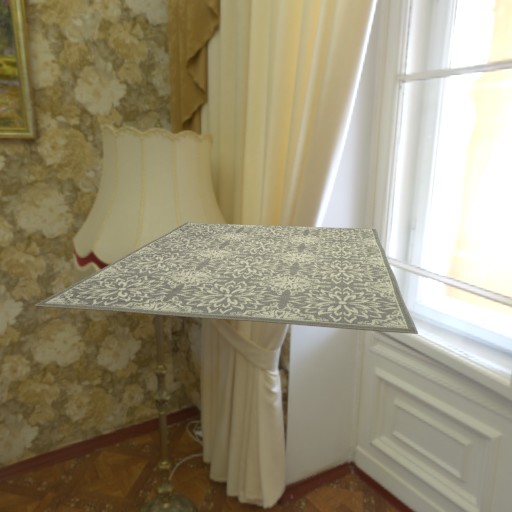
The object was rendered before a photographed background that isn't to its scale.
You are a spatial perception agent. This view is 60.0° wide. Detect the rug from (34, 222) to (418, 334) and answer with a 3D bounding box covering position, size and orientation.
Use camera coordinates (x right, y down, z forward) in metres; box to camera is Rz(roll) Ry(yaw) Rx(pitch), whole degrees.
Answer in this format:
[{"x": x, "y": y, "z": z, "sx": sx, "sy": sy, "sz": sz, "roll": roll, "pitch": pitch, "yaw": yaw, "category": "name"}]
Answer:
[{"x": 0.000, "y": 0.000, "z": 4.065, "sx": 2.363, "sy": 0.012, "sz": 2.980, "roll": 3, "pitch": 15, "yaw": 10, "category": "rug"}]
